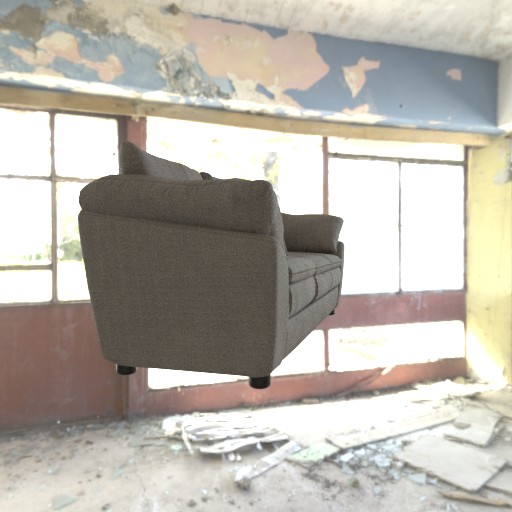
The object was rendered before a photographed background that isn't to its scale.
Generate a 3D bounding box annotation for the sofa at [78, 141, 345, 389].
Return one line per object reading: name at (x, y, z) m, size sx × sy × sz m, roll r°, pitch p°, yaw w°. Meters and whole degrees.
sofa at (0.000, 0.000, 2.771) m, size 0.878 × 0.996 × 2.334 m, roll 0°, pitch 1°, yaw 18°
